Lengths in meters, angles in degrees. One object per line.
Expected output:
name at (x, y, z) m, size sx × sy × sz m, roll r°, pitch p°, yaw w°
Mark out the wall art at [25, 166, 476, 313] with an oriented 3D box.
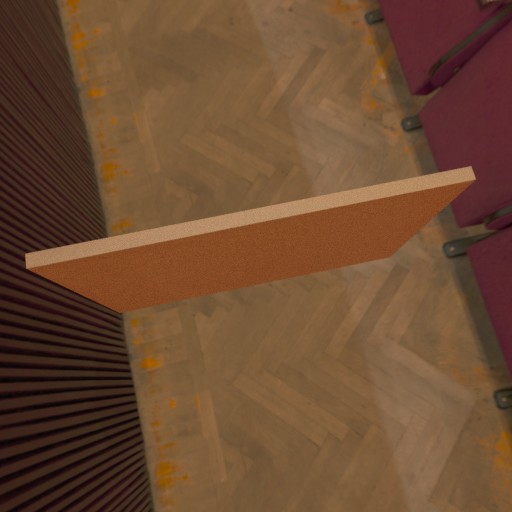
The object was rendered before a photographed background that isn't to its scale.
wall art at (0.000, 0.000, 0.793) m, size 0.615 × 0.410 × 0.021 m, roll -11°, pitch 75°, yaw -3°
